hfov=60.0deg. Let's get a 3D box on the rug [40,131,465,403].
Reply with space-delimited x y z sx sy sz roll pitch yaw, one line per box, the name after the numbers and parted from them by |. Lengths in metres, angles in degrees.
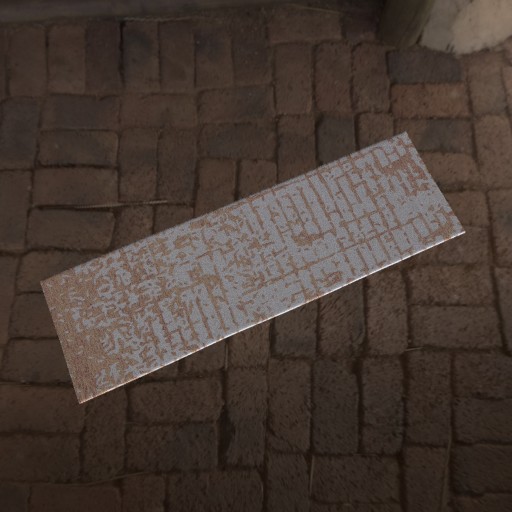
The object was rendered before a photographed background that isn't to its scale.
0.000 0.000 2.636 2.435 0.011 0.750 -23 76 -6 | rug
